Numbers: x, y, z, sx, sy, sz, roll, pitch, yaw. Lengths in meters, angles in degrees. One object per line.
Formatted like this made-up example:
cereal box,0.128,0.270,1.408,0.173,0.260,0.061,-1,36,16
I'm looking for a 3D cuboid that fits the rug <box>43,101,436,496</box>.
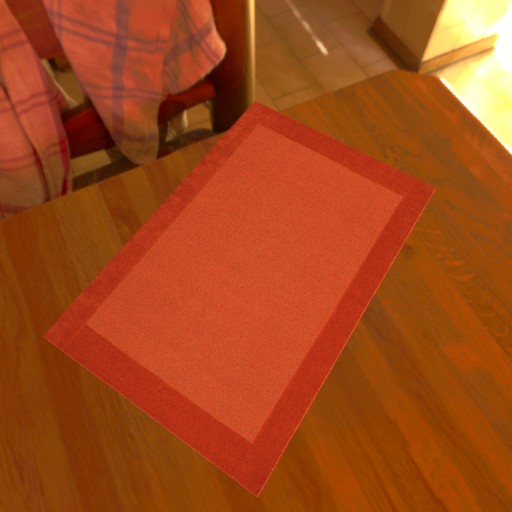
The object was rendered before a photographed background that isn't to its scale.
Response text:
rug,0.000,0.000,2.299,1.219,0.014,1.829,30,67,14
